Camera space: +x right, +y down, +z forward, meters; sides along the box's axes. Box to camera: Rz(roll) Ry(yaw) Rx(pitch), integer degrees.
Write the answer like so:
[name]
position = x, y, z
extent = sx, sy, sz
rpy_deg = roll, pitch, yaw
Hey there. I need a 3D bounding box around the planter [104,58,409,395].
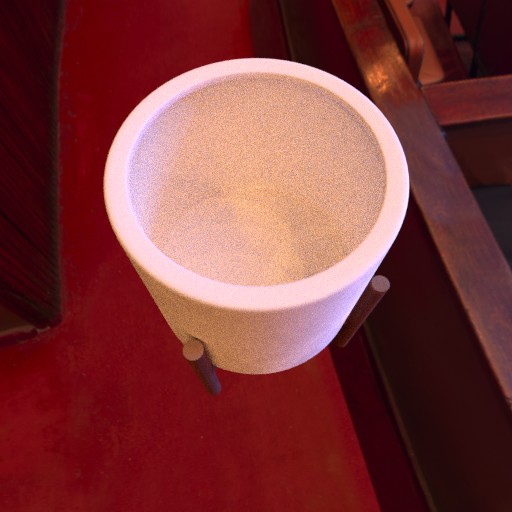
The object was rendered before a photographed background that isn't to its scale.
[planter]
position = 0.000, 0.000, 0.872
extent = 0.420, 0.581, 0.421
rpy_deg = -15, 66, -7
